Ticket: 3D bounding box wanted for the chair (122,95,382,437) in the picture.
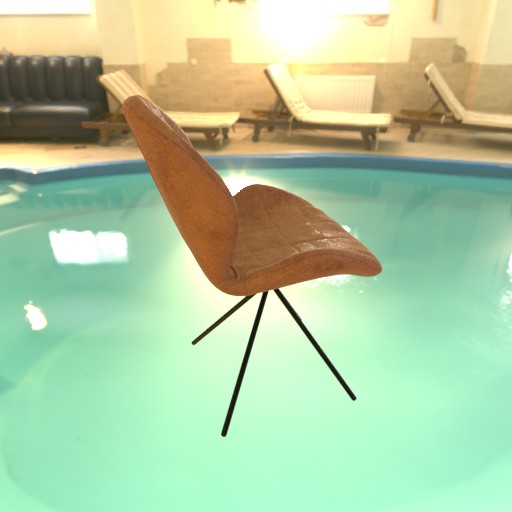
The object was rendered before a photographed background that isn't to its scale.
[{"bbox_3d":[0.000,0.000,1.312,0.640,0.929,0.527,-9,30,-16],"label":"chair"}]
